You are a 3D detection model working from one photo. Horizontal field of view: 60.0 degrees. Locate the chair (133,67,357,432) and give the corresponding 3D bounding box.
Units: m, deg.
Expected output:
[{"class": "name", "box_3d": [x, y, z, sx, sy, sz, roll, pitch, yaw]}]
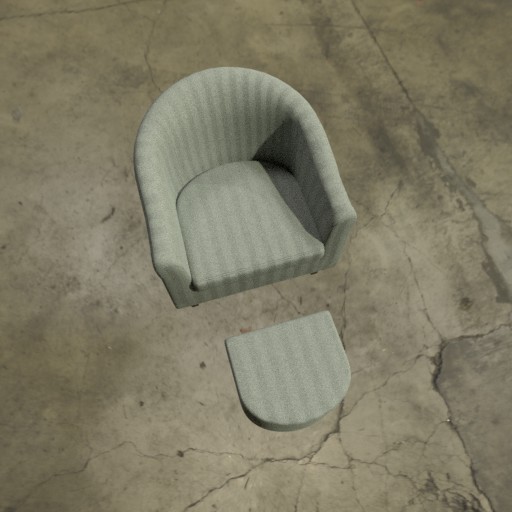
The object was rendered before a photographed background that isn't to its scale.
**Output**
[{"class": "chair", "box_3d": [0.000, 0.000, 1.754, 0.756, 0.757, 1.288, -15, 65, -7]}]
